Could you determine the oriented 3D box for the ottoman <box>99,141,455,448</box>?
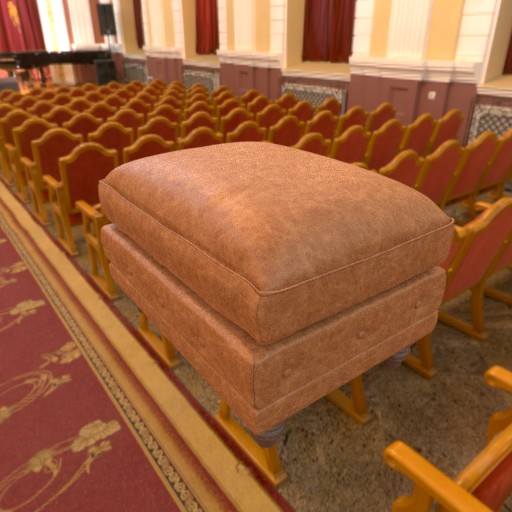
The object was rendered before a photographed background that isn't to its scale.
[{"bbox_3d":[0.000,0.000,1.083,0.533,0.480,0.710,-18,32,-32],"label":"ottoman"}]
